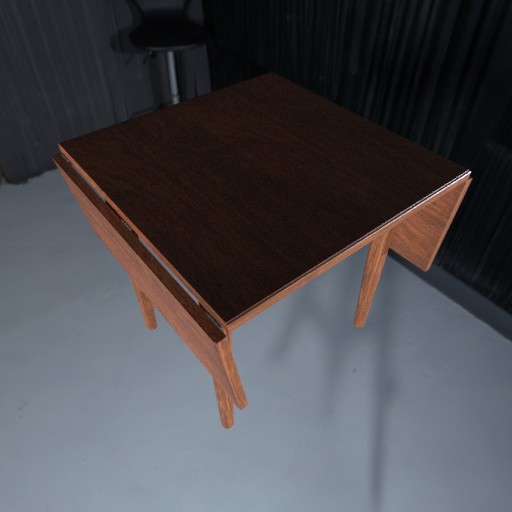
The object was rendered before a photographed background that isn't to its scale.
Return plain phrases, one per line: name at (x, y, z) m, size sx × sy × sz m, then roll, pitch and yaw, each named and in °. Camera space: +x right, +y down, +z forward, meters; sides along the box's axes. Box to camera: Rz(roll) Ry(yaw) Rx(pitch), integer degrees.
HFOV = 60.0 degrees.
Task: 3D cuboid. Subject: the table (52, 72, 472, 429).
table at (0.000, 0.000, 1.471) m, size 0.843 × 0.763 × 0.812 m, roll -30°, pitch 52°, yaw -26°
